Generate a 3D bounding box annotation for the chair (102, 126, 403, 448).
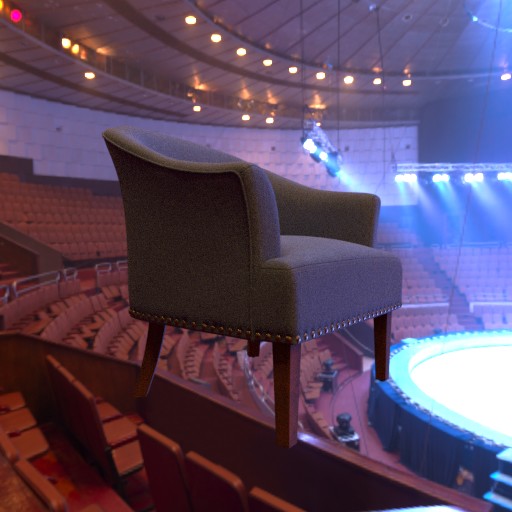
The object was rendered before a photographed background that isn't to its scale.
[{"bbox_3d":[0.000,0.000,1.379,0.704,0.815,0.798,1,2,36],"label":"chair"}]
